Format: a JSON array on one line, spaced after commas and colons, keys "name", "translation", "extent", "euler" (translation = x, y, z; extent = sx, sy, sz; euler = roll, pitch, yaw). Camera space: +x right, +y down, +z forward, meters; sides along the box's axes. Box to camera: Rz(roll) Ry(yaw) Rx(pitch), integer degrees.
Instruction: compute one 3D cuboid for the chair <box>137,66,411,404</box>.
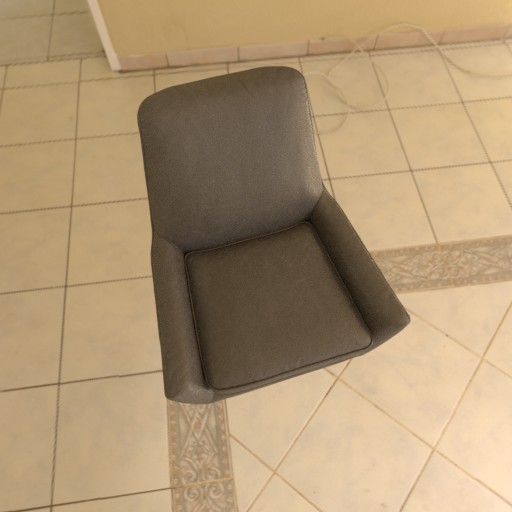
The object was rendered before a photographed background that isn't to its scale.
[{"name": "chair", "translation": [0.000, 0.000, 1.535], "extent": [0.787, 0.888, 0.822], "euler": [-16, 64, -8]}]
